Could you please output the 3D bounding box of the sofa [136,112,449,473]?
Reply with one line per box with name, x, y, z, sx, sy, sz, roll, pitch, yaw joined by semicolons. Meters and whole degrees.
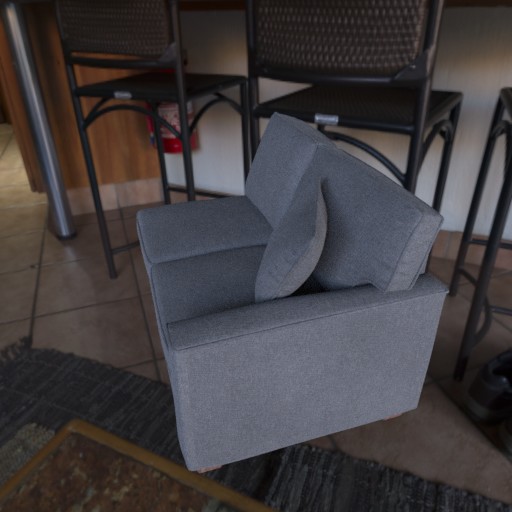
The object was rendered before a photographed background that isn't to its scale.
sofa;0.000;0.000;2.045;0.991;0.989;1.388;-9;32;-15
